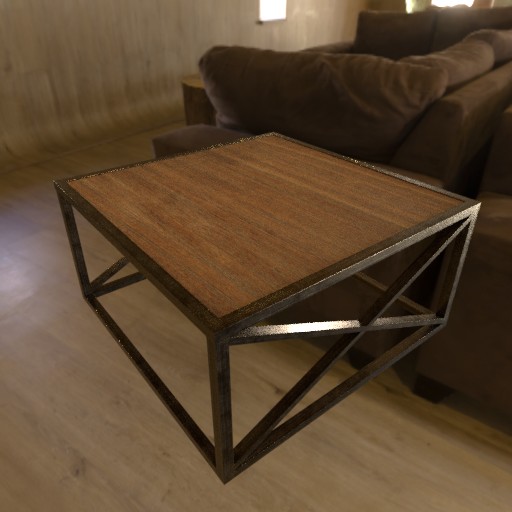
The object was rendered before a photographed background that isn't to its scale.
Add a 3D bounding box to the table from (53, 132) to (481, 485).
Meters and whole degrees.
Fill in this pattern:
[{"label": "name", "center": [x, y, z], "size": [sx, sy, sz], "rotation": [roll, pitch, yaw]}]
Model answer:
[{"label": "table", "center": [0.000, 0.000, 1.433], "size": [0.899, 0.451, 0.909], "rotation": [-22, 38, -32]}]
